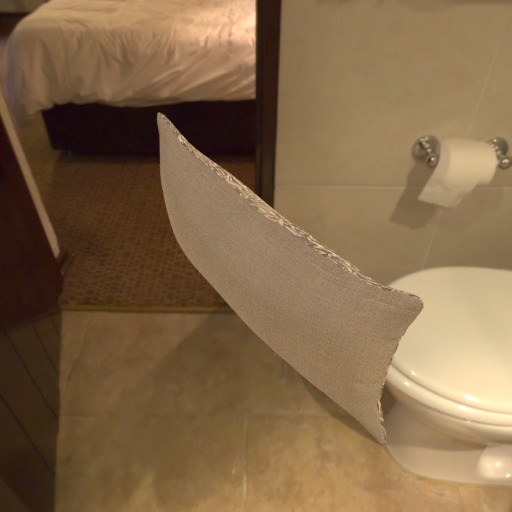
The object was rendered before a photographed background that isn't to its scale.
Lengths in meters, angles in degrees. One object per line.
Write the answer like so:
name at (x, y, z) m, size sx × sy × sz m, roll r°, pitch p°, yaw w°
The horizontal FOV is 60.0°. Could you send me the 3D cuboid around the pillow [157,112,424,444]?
pillow at (0.000, 0.000, 0.745) m, size 0.148 × 0.290 × 0.631 m, roll -26°, pitch 47°, yaw -27°
